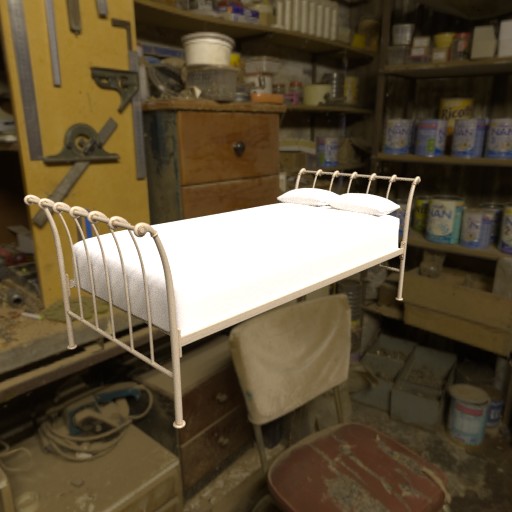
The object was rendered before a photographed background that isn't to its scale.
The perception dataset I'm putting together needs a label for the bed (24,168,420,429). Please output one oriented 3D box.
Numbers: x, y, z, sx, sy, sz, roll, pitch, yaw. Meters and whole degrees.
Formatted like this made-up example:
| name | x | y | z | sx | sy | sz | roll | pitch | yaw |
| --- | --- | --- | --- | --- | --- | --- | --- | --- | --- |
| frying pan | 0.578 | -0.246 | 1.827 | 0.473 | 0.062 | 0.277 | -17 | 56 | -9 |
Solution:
| name | x | y | z | sx | sy | sz | roll | pitch | yaw |
| --- | --- | --- | --- | --- | --- | --- | --- | --- | --- |
| bed | 0.000 | 0.000 | 2.710 | 1.032 | 0.873 | 2.228 | 15 | 21 | 42 |
